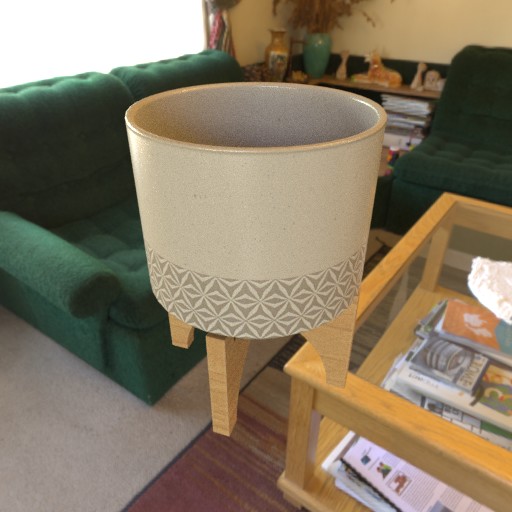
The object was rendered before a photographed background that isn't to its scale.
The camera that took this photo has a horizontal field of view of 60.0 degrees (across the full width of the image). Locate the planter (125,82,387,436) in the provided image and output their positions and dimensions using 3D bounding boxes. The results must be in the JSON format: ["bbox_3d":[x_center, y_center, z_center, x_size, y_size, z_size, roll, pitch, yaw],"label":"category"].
[{"bbox_3d":[0.000,0.000,0.524,0.249,0.343,0.249,0,32,0],"label":"planter"}]
